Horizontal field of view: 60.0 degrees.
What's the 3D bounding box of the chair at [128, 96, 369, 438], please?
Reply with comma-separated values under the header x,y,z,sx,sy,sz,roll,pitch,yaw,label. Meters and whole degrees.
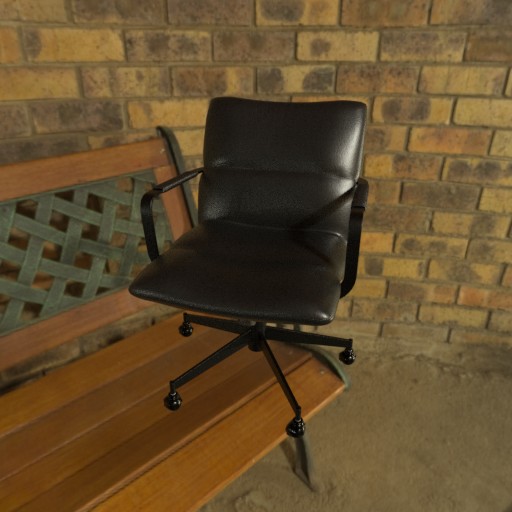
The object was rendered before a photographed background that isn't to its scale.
x,y,z,sx,sy,sz,roll,pitch,yaw,label
0.000,0.000,1.470,0.719,0.922,0.748,7,27,14,chair
